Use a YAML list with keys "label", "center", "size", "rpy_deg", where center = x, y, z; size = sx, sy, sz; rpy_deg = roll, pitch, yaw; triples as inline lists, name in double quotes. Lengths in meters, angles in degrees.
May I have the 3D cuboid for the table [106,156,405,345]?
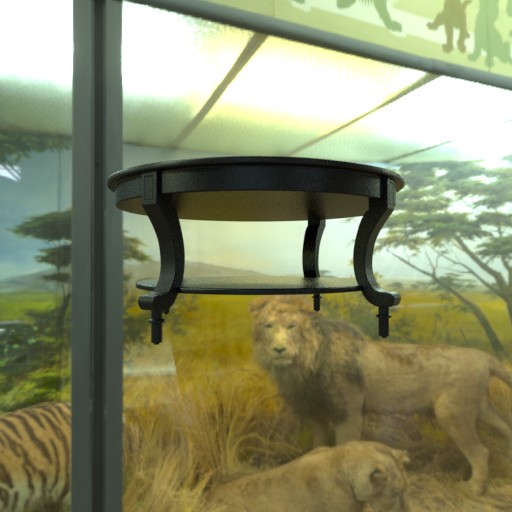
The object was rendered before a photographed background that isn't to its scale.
- label: "table"
  center: [0.000, 0.000, 1.604]
  size: [1.029, 0.491, 1.029]
  rpy_deg: [0, 0, 0]
